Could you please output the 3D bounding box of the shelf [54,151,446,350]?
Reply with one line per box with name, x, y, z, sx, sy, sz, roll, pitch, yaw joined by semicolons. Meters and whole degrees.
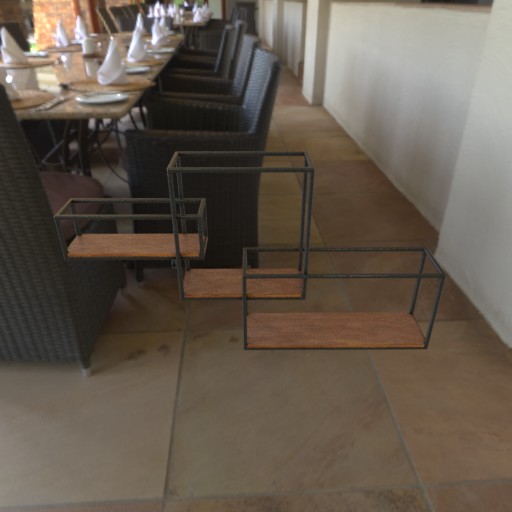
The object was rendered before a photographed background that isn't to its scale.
shelf;0.000;0.000;2.173;1.781;0.972;0.275;0;30;0
